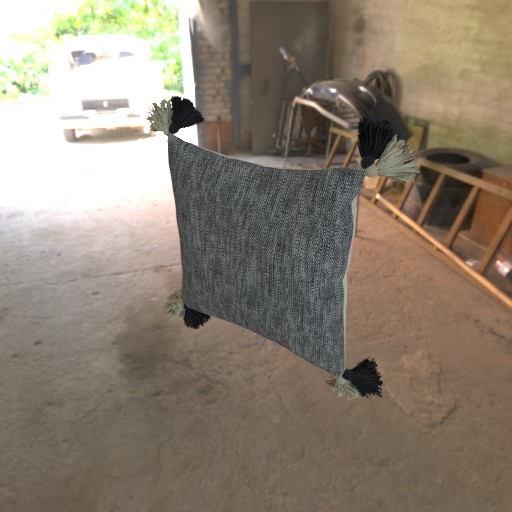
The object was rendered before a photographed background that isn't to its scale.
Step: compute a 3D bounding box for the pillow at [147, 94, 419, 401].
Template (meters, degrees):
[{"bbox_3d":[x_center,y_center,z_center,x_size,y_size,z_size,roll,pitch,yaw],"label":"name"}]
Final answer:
[{"bbox_3d":[0.000,0.000,1.004,0.654,0.659,0.170,18,34,29],"label":"pillow"}]
